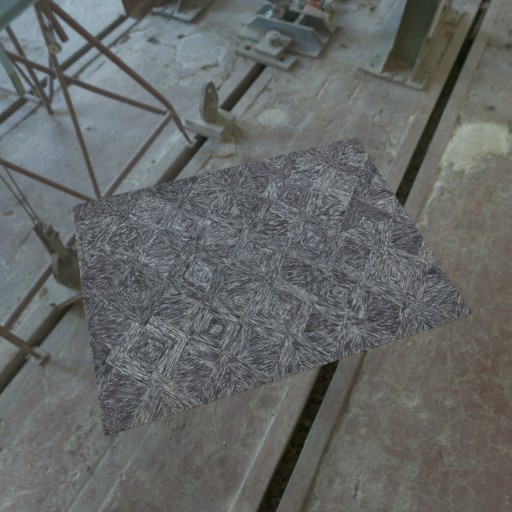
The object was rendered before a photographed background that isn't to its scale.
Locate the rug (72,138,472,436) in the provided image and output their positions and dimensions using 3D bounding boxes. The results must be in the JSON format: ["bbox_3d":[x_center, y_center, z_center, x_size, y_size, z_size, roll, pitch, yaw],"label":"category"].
[{"bbox_3d":[0.000,0.000,5.337,4.093,0.020,2.997,-16,59,-10],"label":"rug"}]
